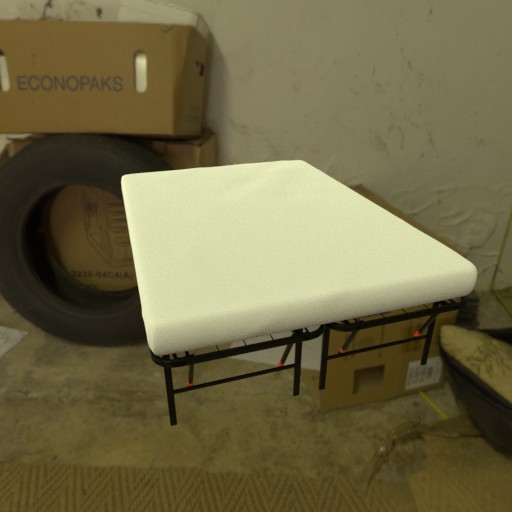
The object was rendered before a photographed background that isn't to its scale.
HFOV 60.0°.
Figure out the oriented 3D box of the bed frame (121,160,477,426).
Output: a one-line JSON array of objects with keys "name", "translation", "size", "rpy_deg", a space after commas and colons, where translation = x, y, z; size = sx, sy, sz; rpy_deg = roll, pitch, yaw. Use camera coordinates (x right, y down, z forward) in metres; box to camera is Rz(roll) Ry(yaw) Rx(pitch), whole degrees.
[{"name": "bed frame", "translation": [0.000, 0.000, 2.573], "size": [1.372, 0.637, 1.905], "rpy_deg": [-8, 28, -16]}]
